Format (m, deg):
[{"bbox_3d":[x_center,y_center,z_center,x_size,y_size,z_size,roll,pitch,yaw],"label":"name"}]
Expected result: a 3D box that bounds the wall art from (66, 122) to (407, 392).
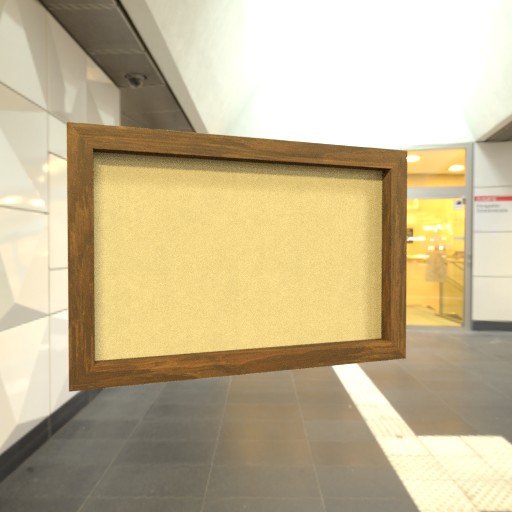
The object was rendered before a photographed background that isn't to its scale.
[{"bbox_3d":[0.000,0.000,0.780,0.609,0.405,0.035,0,1,-19],"label":"wall art"}]
